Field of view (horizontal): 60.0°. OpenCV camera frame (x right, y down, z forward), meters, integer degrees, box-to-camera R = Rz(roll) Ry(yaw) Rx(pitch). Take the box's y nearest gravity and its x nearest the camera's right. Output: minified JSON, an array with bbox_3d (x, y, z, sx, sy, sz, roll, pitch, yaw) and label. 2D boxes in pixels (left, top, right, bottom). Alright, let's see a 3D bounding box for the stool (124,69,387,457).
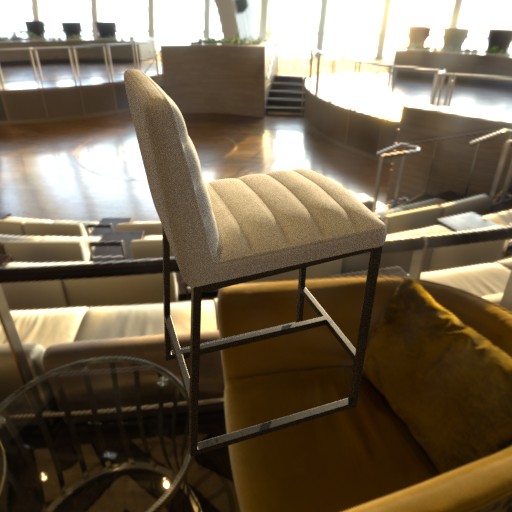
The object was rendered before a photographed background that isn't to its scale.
[{"bbox_3d":[0.000,0.000,1.265,0.567,0.971,0.459,-10,32,-17],"label":"stool"}]
